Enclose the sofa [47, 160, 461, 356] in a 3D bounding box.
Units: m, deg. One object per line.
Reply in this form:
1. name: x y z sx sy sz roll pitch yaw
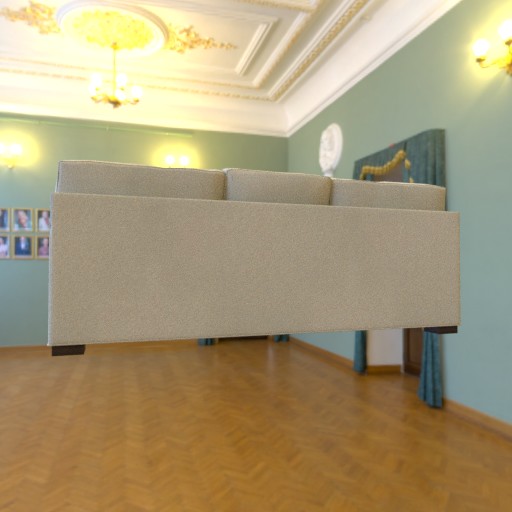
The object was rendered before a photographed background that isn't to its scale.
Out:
1. sofa: 0.000 0.000 2.569 2.088 0.862 0.935 1 -2 -18
